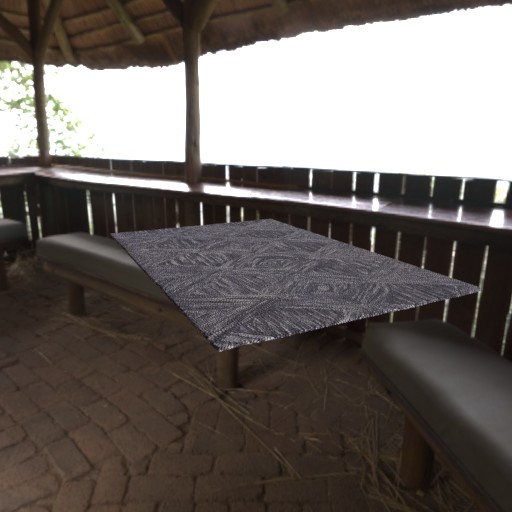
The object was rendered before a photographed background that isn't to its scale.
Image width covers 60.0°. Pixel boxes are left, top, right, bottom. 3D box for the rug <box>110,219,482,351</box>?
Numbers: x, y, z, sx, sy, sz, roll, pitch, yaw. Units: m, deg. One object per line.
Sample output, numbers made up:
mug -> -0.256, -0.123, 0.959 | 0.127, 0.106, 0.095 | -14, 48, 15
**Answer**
rug -> 0.000, 0.000, 2.338 | 1.186, 0.012, 1.814 | -8, 17, -26
